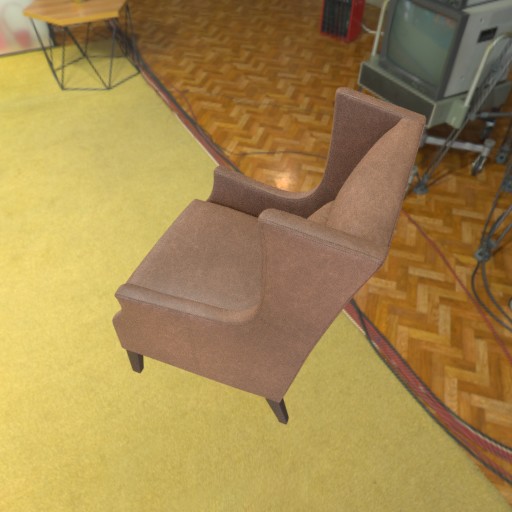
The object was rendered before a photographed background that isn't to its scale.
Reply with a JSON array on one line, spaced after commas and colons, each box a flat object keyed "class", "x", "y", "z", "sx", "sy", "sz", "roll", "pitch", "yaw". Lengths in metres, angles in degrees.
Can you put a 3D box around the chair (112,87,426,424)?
[{"class": "chair", "x": 0.000, "y": 0.000, "z": 1.693, "sx": 0.913, "sy": 1.088, "sz": 0.815, "roll": 17, "pitch": 49, "yaw": 15}]
